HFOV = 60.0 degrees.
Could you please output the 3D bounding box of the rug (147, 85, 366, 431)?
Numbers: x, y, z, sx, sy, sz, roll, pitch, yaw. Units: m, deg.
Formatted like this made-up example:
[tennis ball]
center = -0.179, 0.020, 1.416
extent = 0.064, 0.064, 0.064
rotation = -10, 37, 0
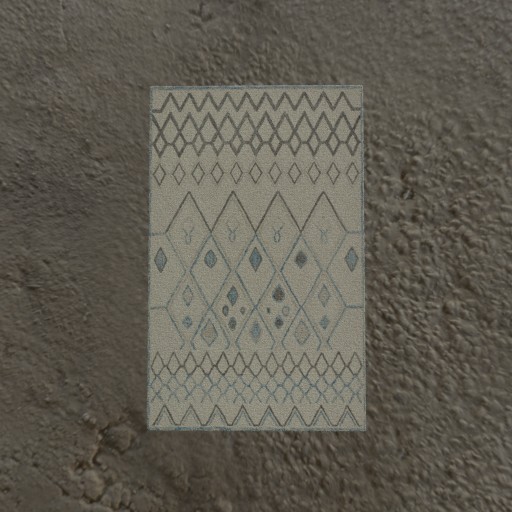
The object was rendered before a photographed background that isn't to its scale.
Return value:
[rug]
center = 0.000, 0.000, 3.132
extent = 1.524, 0.015, 2.439
rotation = 0, 88, 1
